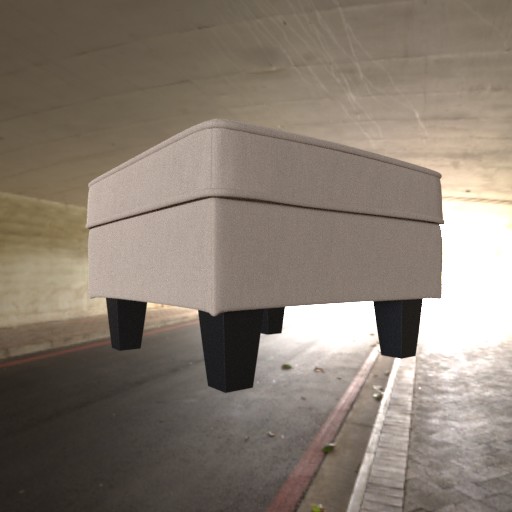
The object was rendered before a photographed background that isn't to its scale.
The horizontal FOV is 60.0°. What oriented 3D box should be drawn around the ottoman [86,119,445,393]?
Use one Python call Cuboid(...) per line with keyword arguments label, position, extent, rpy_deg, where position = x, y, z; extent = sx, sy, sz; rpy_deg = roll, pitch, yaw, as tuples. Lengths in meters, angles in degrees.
Cuboid(label="ottoman", position=(0.000, 0.000, 1.021), extent=(0.616, 0.438, 0.613), rpy_deg=(2, -3, -37))
